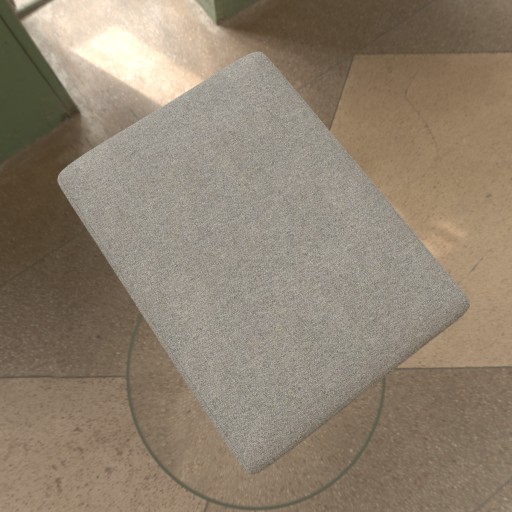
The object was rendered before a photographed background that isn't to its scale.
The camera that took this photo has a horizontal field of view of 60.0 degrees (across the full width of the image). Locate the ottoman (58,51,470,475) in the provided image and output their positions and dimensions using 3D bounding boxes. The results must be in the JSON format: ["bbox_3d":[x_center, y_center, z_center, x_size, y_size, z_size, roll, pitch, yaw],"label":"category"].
[{"bbox_3d":[0.000,0.000,1.170,0.611,0.441,0.821,-35,78,-8],"label":"ottoman"}]
